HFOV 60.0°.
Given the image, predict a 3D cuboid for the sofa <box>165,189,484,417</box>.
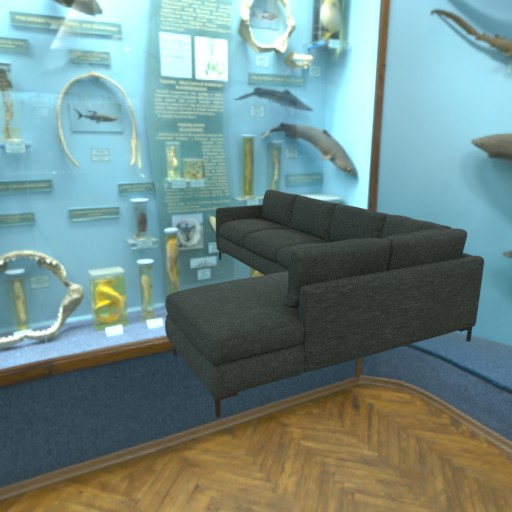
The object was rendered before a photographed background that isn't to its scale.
[{"bbox_3d":[0.000,0.000,3.835,2.007,0.815,2.949,-7,17,-26],"label":"sofa"}]
